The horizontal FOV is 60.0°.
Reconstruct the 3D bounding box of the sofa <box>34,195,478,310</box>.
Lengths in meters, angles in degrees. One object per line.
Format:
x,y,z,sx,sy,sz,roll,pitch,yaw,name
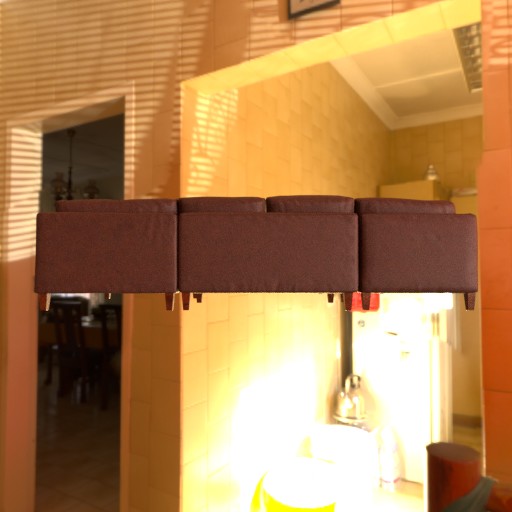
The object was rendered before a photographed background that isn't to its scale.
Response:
0.000,0.000,4.676,3.460,0.923,2.593,0,-2,0,sofa
